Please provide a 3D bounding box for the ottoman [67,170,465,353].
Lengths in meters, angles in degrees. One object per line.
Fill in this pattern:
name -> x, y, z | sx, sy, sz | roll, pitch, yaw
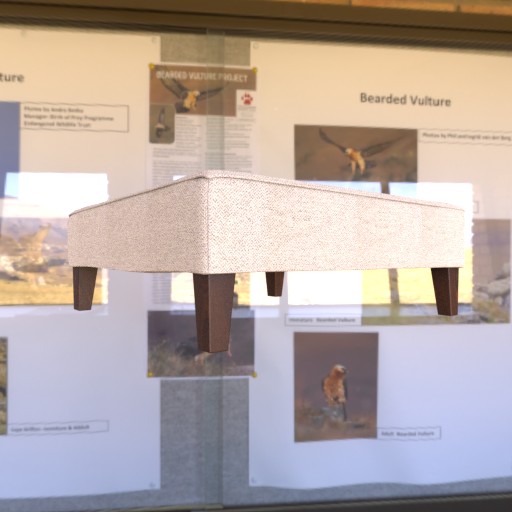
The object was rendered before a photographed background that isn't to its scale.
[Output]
ottoman -> 0.000, 0.000, 1.505 | 0.982, 0.381, 0.973 | 0, 0, -38
